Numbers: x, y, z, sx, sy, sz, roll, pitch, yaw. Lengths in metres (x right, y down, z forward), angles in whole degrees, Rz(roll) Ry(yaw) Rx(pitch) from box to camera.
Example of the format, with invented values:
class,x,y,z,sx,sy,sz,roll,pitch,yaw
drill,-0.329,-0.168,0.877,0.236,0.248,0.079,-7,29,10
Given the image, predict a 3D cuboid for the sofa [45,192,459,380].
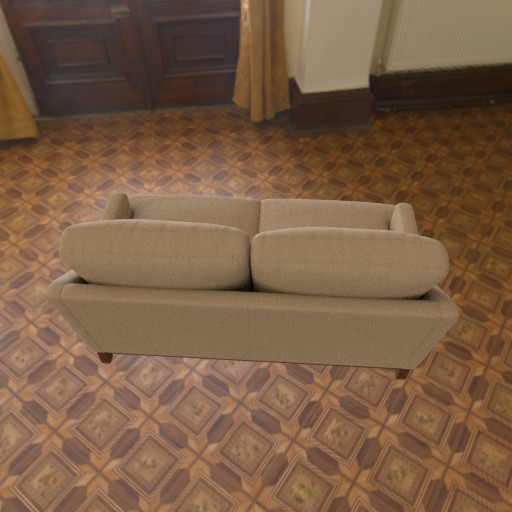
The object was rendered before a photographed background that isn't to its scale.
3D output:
class,x,y,z,sx,sy,sz,roll,pitch,yaw
sofa,0.000,0.000,2.198,1.619,0.910,1.004,3,47,2
